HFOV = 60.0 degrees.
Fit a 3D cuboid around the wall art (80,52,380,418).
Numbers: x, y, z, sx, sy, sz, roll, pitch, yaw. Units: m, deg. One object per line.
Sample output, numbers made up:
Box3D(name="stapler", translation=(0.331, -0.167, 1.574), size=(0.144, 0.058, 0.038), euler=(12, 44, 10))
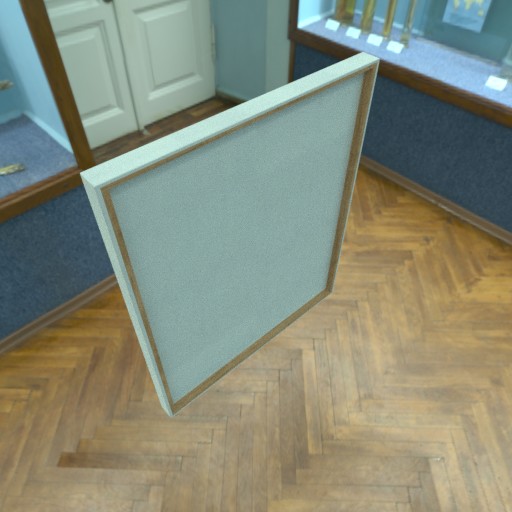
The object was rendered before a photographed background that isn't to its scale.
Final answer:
Box3D(name="wall art", translation=(0.000, 0.000, 0.833), size=(0.508, 0.606, 0.037), euler=(-33, 55, -27))
